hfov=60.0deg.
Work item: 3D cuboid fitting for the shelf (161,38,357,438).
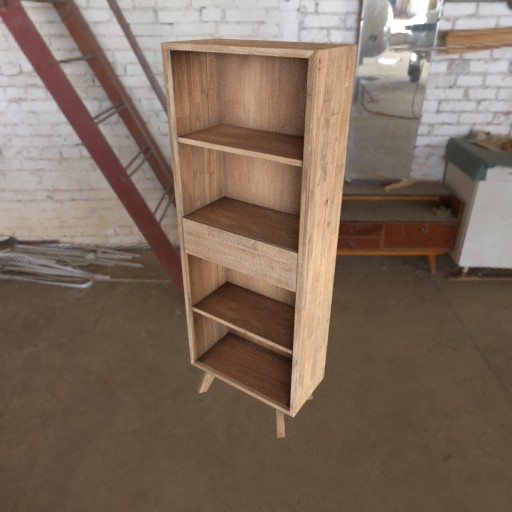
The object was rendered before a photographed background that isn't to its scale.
[{"bbox_3d":[0.000,0.000,1.549,0.491,1.342,0.267,18,34,30],"label":"shelf"}]
